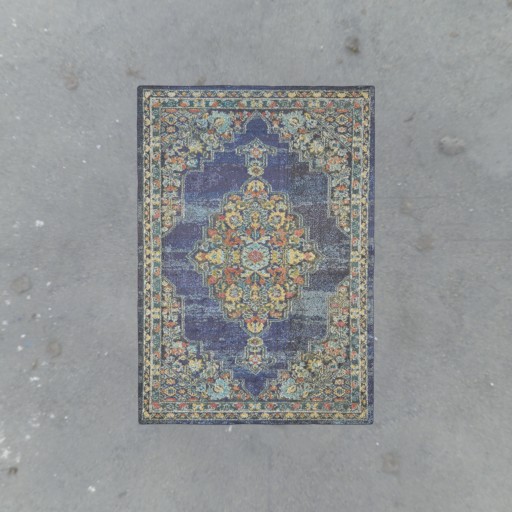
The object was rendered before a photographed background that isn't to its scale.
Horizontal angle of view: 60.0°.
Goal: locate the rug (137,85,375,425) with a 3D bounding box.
[{"bbox_3d":[0.000,0.000,3.834,2.053,0.011,2.940,0,91,0],"label":"rug"}]
